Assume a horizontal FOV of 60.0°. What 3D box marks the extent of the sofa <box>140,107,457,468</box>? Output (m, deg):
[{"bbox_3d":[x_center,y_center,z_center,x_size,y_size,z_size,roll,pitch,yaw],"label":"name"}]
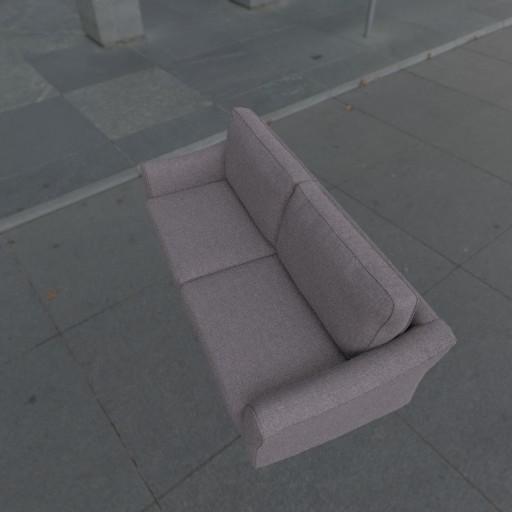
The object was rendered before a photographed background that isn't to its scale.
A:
[{"bbox_3d":[0.000,0.000,2.727,1.013,0.976,2.203,-17,48,-16],"label":"sofa"}]
